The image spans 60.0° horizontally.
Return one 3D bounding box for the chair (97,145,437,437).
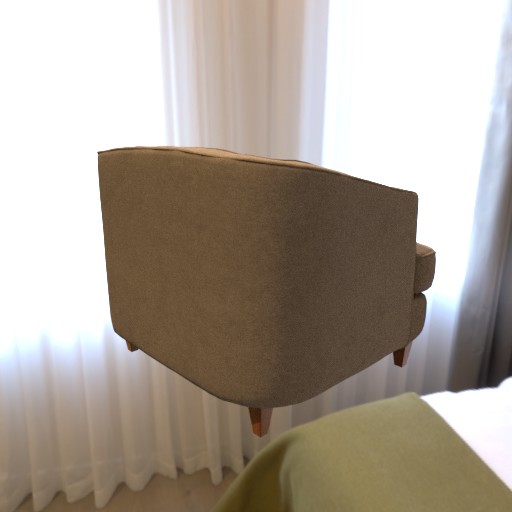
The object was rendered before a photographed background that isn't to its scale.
[{"bbox_3d":[0.000,0.000,1.758,0.941,0.852,1.104,-14,20,-42],"label":"chair"}]
